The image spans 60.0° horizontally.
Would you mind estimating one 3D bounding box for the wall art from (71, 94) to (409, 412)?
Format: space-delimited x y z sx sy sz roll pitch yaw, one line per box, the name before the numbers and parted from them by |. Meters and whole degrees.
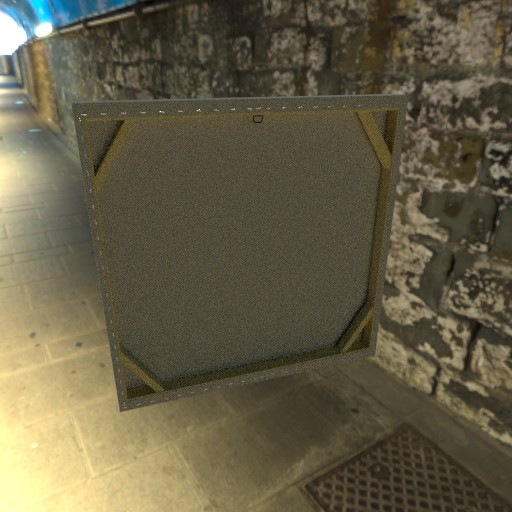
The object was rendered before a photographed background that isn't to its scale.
wall art | 0.000 0.000 0.905 0.610 0.610 0.038 -8 25 -17
